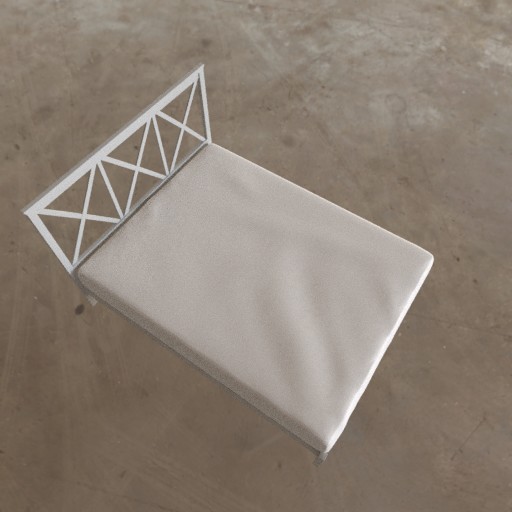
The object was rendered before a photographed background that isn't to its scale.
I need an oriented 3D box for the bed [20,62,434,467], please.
[{"bbox_3d":[0.000,0.000,3.113,2.135,1.253,1.673,30,63,17],"label":"bed"}]
